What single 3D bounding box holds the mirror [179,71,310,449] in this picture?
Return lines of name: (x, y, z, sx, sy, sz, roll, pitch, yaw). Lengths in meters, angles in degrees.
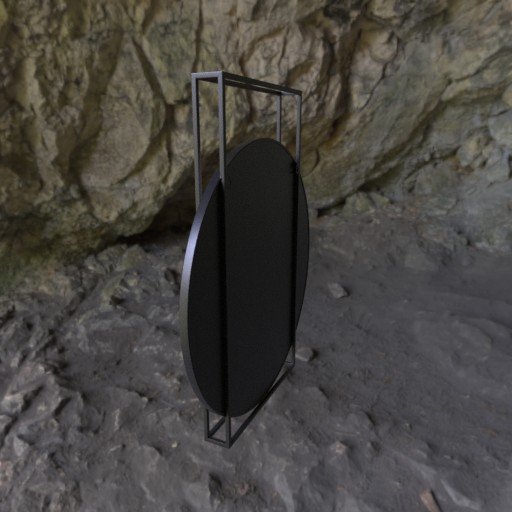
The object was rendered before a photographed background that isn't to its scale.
mirror: (0.000, 0.000, 0.827, 0.051, 0.603, 0.508, 7, 17, 25)
